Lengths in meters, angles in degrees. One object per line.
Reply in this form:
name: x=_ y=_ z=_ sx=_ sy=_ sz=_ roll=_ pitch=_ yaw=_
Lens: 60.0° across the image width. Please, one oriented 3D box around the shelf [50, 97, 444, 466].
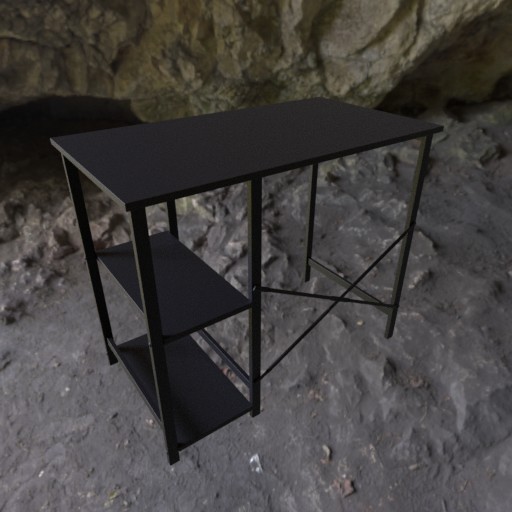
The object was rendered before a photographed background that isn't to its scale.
shelf: x=0.000 y=0.000 z=1.341 sx=0.902 sy=0.749 sz=0.498 roll=-20 pitch=36 yaw=-30
